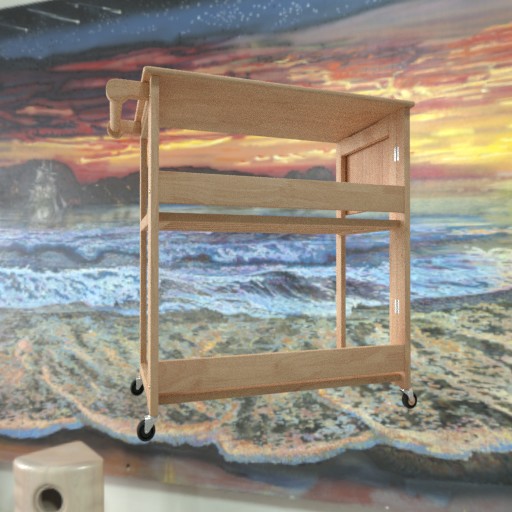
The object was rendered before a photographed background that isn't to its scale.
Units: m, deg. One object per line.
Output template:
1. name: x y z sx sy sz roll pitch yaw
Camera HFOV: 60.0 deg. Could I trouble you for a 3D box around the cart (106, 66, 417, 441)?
1. cart: 0.000 0.000 1.333 0.853 0.879 0.432 0 -1 -18
